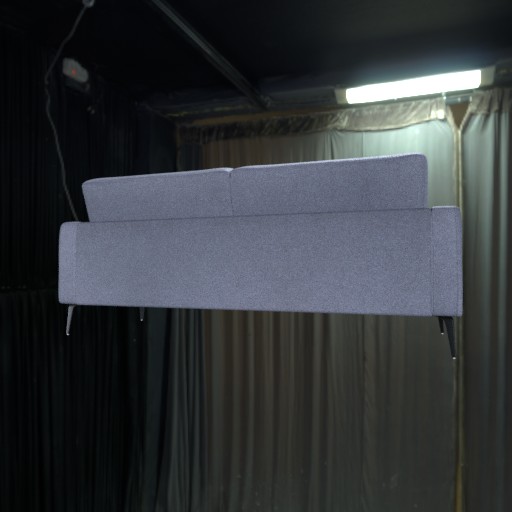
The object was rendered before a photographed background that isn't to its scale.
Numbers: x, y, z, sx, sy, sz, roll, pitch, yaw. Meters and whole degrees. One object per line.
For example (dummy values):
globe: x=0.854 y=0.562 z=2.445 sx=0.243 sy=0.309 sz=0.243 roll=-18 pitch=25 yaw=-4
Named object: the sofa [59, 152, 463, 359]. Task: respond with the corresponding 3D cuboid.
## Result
sofa: x=0.000 y=0.000 z=2.352 sx=1.925 sy=0.828 sz=0.774 roll=-1 pitch=-2 yaw=19
